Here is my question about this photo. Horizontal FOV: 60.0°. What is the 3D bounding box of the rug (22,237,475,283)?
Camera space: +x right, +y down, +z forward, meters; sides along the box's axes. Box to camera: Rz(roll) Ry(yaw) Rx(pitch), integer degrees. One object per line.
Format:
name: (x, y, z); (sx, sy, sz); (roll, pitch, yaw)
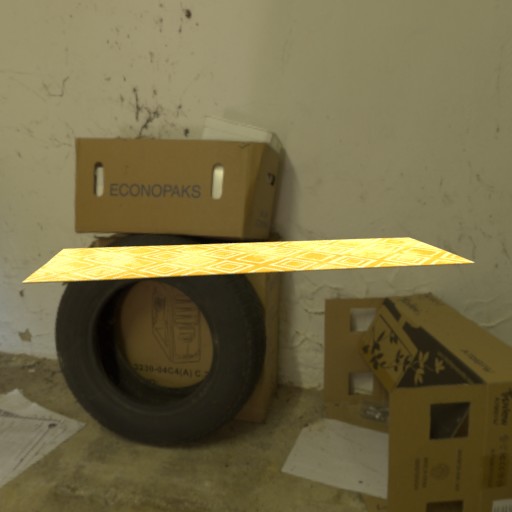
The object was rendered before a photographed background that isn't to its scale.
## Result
rug: (0.000, 0.000, 2.722); (2.438, 0.010, 0.775); (-2, 13, -9)
